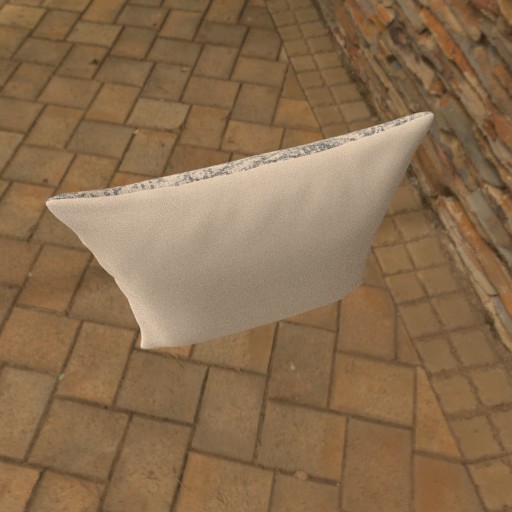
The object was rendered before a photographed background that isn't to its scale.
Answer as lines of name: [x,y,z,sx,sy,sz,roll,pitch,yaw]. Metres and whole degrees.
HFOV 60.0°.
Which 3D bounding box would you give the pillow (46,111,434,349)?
pillow: [0.000,0.000,0.780,0.523,0.510,0.166,-15,59,-9]
